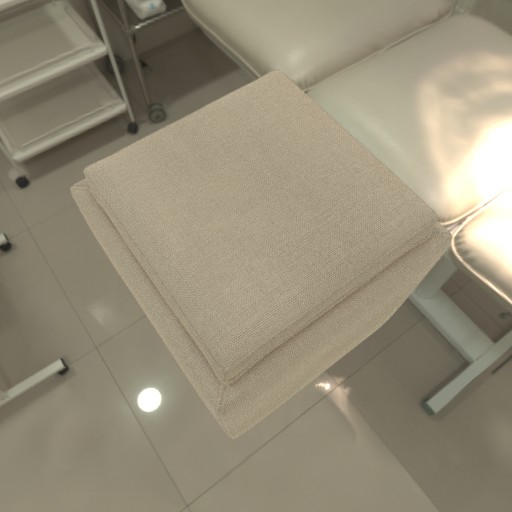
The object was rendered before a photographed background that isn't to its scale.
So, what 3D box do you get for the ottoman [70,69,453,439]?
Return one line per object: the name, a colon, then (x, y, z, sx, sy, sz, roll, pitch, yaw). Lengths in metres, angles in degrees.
ottoman: (0.000, 0.000, 0.831, 0.450, 0.460, 0.451, -33, 67, -16)
